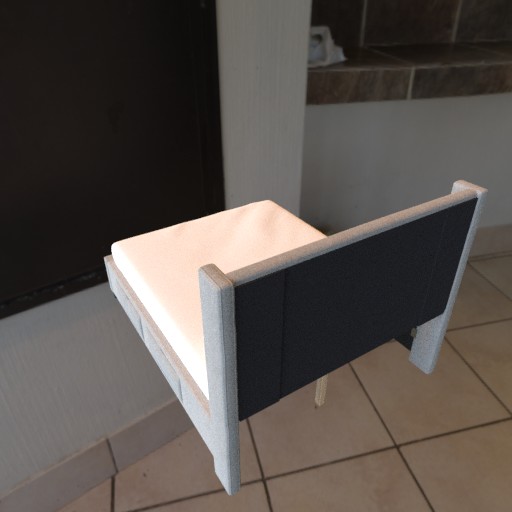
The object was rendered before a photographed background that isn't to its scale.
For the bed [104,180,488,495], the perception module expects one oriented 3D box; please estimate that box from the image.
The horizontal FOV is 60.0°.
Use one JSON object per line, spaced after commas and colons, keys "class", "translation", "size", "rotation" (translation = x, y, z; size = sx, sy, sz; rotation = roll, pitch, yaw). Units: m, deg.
{"class": "bed", "translation": [0.000, 0.000, 3.327], "size": [1.774, 1.491, 2.222], "rotation": [-19, 37, -27]}
